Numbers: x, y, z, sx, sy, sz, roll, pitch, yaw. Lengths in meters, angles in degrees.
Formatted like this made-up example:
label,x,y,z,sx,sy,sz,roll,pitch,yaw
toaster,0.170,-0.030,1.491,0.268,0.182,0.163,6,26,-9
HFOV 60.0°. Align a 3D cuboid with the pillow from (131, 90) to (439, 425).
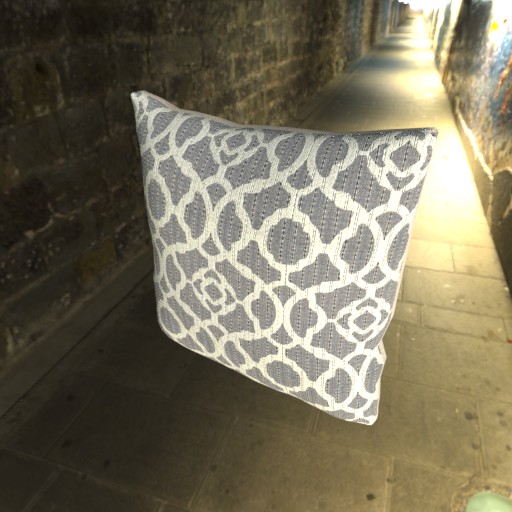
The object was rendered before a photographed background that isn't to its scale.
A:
label,x,y,z,sx,sy,sz,roll,pitch,yaw
pillow,0.000,0.000,0.760,0.508,0.498,0.215,18,34,28
